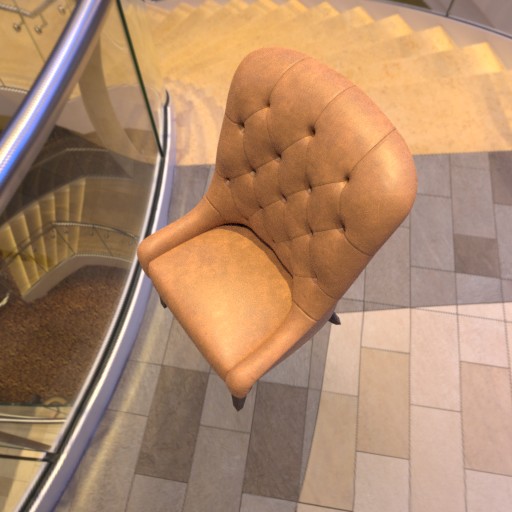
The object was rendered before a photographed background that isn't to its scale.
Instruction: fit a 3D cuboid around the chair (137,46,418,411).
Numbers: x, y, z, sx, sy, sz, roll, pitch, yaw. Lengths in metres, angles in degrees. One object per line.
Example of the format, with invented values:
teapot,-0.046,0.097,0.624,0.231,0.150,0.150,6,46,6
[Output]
chair,0.000,0.000,1.455,0.629,1.091,0.634,-34,68,-16
